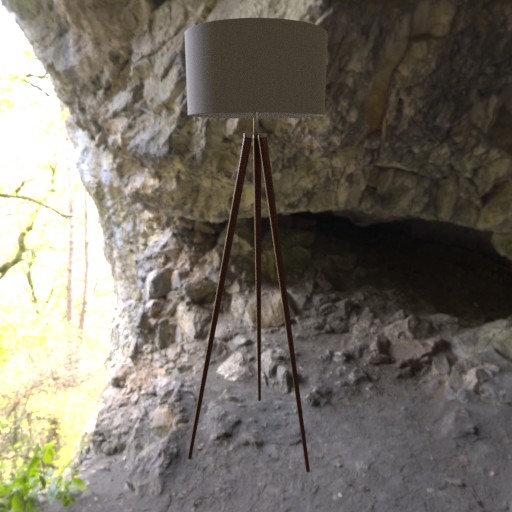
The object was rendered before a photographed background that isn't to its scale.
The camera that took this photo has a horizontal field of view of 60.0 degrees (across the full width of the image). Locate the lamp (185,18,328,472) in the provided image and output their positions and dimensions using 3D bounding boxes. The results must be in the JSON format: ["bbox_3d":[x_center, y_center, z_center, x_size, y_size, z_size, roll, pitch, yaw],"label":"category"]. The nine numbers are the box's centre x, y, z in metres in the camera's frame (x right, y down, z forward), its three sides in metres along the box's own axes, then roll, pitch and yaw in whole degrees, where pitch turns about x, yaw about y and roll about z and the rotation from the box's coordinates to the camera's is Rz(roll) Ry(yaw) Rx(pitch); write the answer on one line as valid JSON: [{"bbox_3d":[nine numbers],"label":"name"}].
[{"bbox_3d":[0.000,0.000,1.713,0.483,1.553,0.483,2,15,8],"label":"lamp"}]
